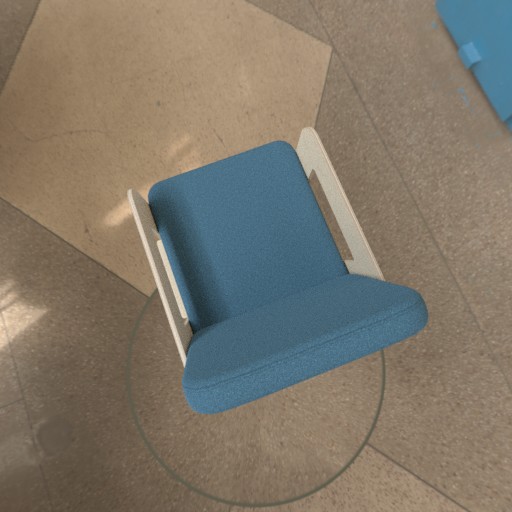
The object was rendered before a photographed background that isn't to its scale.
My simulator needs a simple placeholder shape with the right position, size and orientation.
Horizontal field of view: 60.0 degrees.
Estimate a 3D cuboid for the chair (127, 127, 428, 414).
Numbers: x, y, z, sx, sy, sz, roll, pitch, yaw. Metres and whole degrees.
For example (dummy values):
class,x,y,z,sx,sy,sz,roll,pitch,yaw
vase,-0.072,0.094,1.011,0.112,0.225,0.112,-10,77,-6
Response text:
class,x,y,z,sx,sy,sz,roll,pitch,yaw
chair,0.000,0.000,1.217,0.547,0.747,0.657,-20,77,-5
